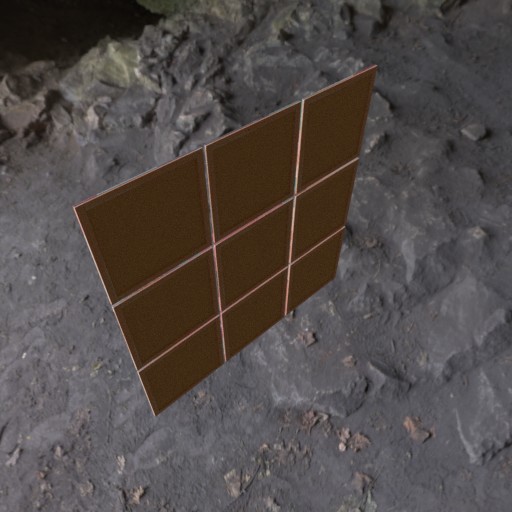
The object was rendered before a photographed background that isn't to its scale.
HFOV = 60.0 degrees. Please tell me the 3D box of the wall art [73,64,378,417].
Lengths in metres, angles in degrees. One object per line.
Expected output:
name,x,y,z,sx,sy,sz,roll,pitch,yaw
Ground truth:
wall art,0.000,0.000,2.272,1.521,1.519,0.013,-33,55,-27
